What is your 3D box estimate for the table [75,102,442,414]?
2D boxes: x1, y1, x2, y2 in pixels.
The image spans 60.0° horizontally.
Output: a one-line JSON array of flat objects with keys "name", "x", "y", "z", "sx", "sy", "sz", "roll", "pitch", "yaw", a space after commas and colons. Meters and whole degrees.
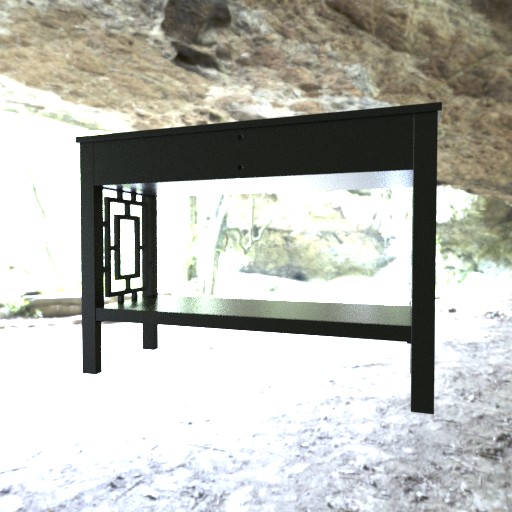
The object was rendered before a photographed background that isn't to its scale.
[{"name": "table", "x": 0.000, "y": 0.000, "z": 1.421, "sx": 1.068, "sy": 0.753, "sz": 0.397, "roll": 1, "pitch": 2, "yaw": 19}]
